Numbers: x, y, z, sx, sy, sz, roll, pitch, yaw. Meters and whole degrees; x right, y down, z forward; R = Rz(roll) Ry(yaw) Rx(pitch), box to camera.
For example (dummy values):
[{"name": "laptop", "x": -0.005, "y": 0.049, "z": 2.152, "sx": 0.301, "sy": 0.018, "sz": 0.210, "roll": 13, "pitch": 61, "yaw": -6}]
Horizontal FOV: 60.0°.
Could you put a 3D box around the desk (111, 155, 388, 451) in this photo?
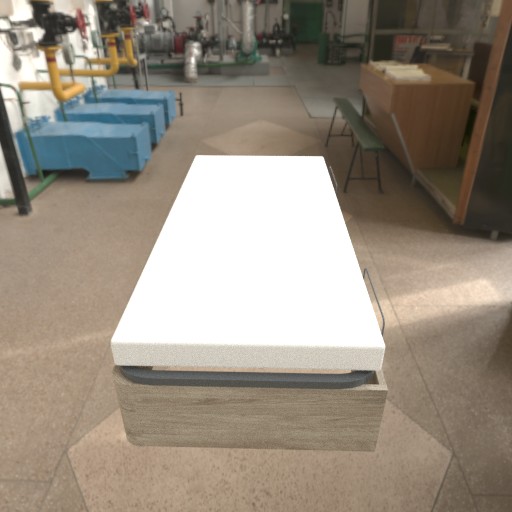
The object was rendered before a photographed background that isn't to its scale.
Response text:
[{"name": "desk", "x": 0.000, "y": 0.000, "z": 2.257, "sx": 0.900, "sy": 0.455, "sz": 1.900, "roll": 1, "pitch": 31, "yaw": 1}]
